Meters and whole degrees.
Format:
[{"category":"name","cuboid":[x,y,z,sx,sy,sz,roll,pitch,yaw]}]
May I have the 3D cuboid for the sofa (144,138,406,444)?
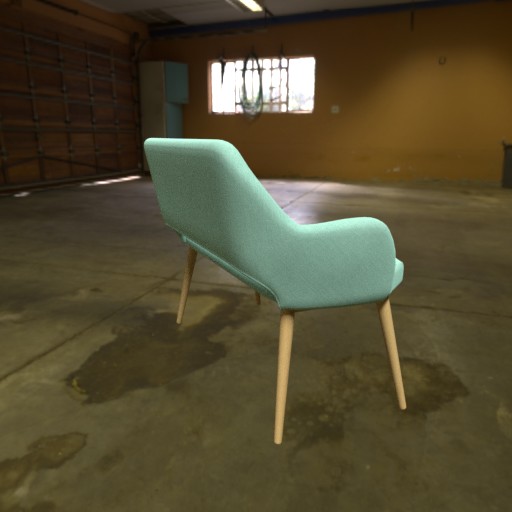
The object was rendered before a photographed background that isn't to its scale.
[{"category":"sofa","cuboid":[0.000,0.000,1.638,0.610,0.840,1.150,-8,17,-26]}]
